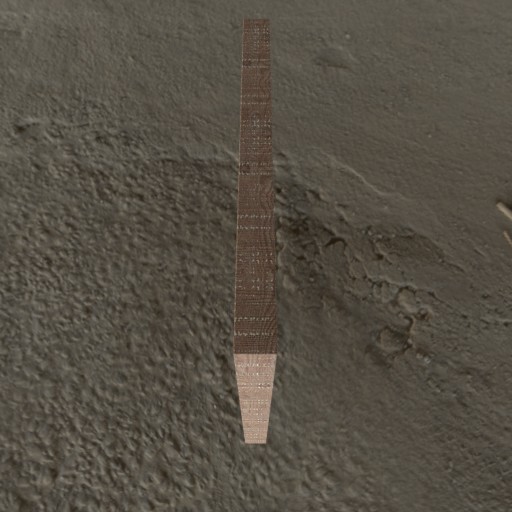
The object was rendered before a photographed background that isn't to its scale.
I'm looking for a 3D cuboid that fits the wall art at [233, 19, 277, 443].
[{"bbox_3d":[0.000,0.000,0.772,0.040,0.531,0.531,0,59,0],"label":"wall art"}]
